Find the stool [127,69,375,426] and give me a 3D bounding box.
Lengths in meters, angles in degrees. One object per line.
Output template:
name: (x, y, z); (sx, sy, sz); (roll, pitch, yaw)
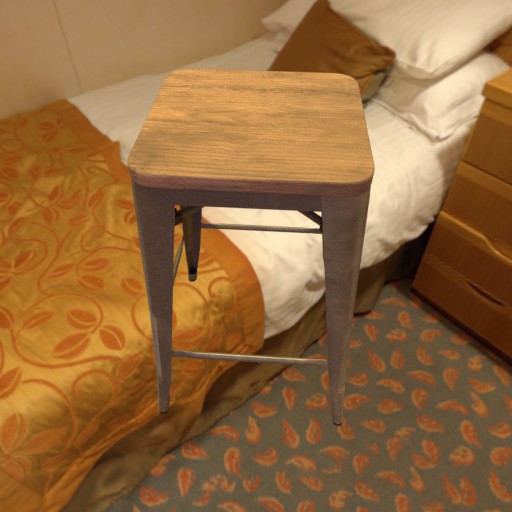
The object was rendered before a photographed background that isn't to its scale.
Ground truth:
stool: (0.000, 0.000, 0.883); (0.407, 0.607, 0.407); (3, 46, 3)
